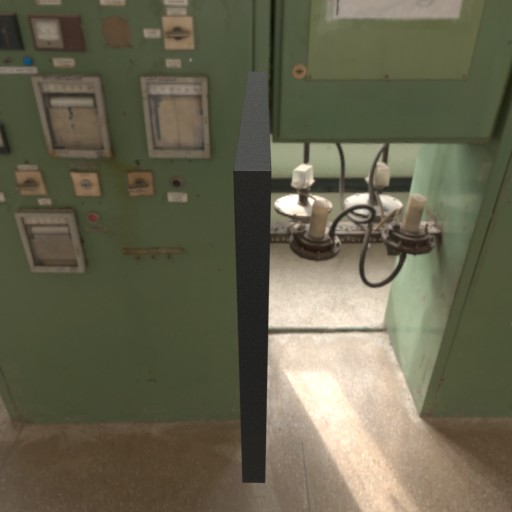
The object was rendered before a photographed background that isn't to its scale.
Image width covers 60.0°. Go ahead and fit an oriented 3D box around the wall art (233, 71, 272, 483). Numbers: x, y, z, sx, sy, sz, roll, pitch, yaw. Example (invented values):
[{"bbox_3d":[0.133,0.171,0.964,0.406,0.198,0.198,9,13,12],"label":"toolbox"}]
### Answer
[{"bbox_3d":[0.000,0.000,0.762,0.036,0.508,0.508,0,32,1],"label":"wall art"}]
